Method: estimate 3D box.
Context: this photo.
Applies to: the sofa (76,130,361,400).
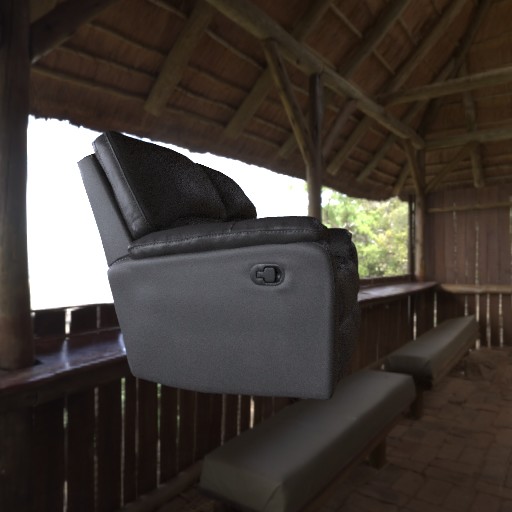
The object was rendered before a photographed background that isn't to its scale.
[{"bbox_3d":[0.000,0.000,2.441,1.104,1.111,1.765,1,2,16],"label":"sofa"}]
